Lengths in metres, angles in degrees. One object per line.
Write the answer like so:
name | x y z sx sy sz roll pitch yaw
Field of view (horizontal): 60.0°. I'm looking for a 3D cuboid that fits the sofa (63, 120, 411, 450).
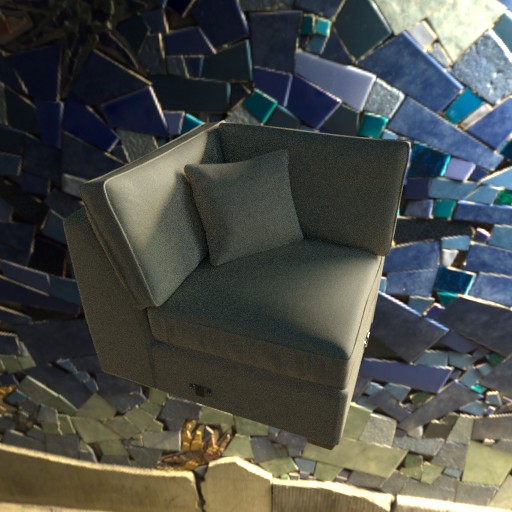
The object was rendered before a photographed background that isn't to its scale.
sofa | 0.000 0.000 2.014 1.146 1.002 1.084 11 33 18
